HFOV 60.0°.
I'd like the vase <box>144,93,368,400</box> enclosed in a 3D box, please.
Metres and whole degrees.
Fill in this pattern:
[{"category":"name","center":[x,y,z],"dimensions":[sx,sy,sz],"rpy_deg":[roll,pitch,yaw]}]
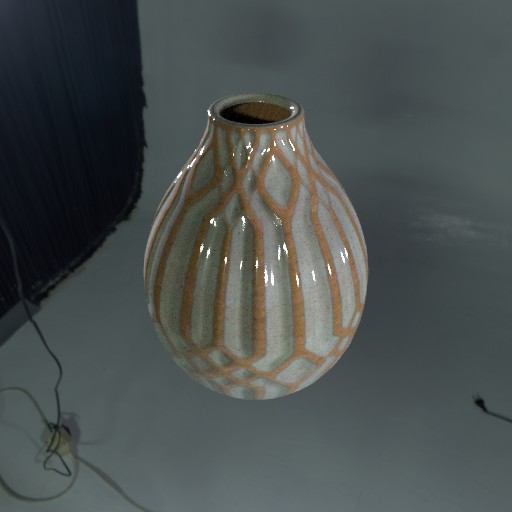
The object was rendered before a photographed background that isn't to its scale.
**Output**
[{"category":"vase","center":[0.000,0.000,0.258],"dimensions":[0.131,0.175,0.131],"rpy_deg":[0,39,0]}]
